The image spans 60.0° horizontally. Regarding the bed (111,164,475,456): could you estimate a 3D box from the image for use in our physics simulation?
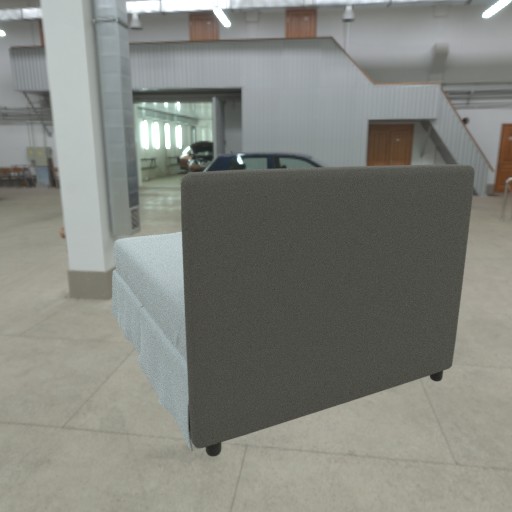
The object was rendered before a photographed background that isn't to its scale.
[{"bbox_3d":[0.000,0.000,3.148,1.748,1.330,2.142,-7,16,-26],"label":"bed"}]
